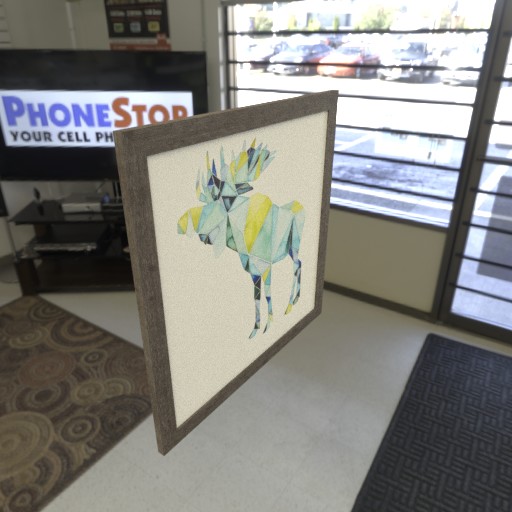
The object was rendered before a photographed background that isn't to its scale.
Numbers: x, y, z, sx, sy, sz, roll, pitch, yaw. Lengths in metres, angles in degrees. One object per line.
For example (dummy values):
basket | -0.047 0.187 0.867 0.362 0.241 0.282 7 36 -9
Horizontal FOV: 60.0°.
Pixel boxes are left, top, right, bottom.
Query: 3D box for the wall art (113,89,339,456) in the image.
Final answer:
wall art | 0.000 0.000 0.702 0.013 0.457 0.457 19 32 32
